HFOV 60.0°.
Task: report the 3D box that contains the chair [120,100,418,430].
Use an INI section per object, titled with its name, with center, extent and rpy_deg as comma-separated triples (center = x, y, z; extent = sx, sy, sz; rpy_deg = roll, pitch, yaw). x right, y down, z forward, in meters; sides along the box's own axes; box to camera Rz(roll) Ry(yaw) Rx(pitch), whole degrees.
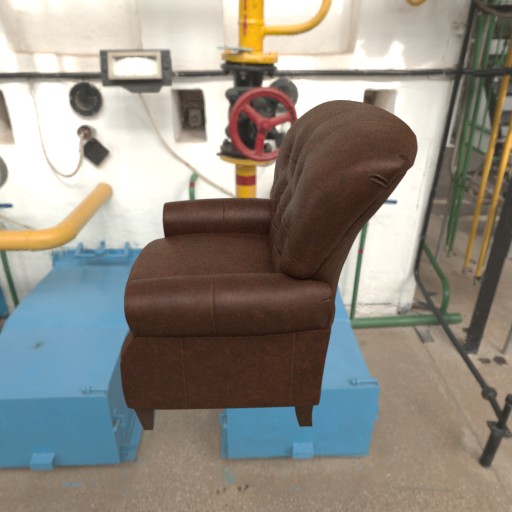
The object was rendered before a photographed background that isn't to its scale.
[chair]
center = 0.000, 0.000, 1.822
extent = 1.031, 1.162, 0.979
rpy_deg = -1, 27, -1
